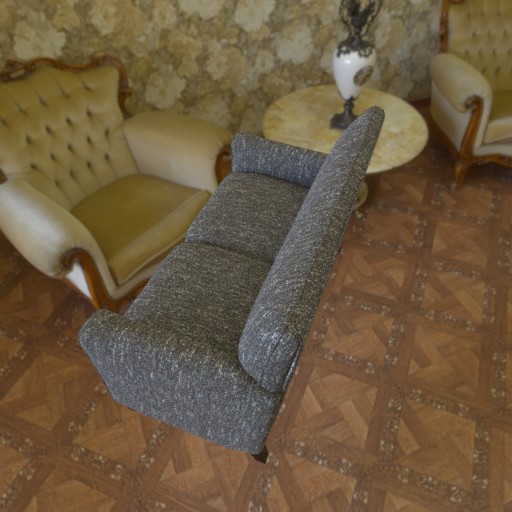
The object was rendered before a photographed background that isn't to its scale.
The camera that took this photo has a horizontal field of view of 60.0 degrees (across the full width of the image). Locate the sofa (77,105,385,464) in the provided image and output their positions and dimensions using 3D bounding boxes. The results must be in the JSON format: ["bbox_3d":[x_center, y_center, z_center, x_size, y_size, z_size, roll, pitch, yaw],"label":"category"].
[{"bbox_3d":[0.000,0.000,2.068,0.801,0.946,1.519,15,47,15],"label":"sofa"}]
